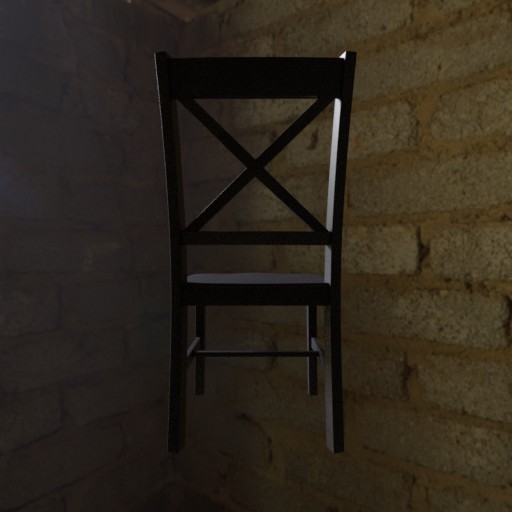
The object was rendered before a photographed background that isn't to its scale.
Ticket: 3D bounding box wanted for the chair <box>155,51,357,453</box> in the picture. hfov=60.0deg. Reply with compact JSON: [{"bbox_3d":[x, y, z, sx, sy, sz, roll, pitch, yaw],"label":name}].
[{"bbox_3d":[0.000,0.000,1.314,0.485,0.983,0.542,0,1,0],"label":"chair"}]
